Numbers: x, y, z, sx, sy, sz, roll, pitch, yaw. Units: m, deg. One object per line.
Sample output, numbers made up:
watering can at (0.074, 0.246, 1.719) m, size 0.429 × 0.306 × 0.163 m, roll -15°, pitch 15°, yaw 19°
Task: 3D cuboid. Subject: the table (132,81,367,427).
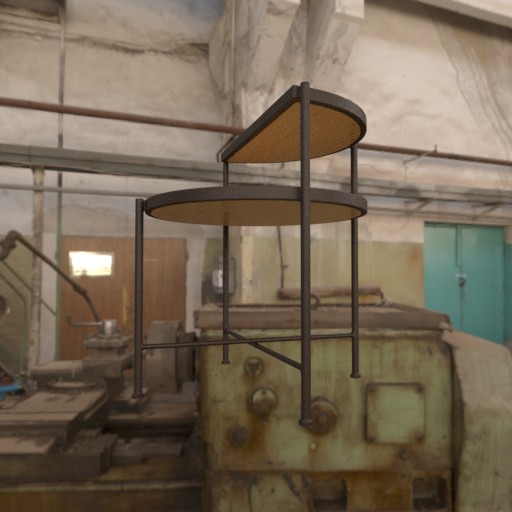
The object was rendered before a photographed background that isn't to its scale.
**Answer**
table at (0.000, 0.000, 1.171) m, size 0.628 × 0.684 × 0.629 m, roll 1°, pitch -2°, yaw -19°
